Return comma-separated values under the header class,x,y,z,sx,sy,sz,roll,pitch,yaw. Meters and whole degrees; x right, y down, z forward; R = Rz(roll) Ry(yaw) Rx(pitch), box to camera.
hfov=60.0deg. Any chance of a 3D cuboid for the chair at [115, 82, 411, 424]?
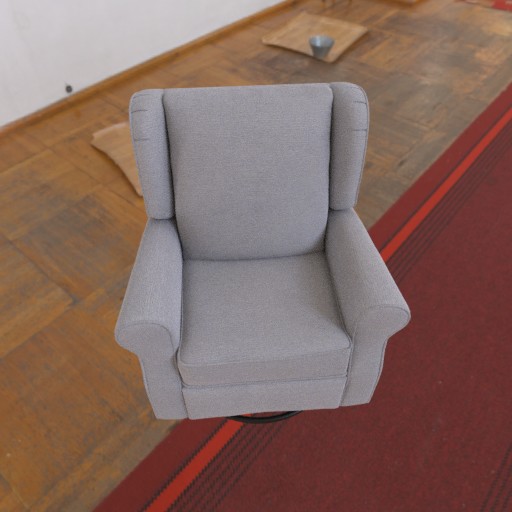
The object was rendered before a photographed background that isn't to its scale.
class,x,y,z,sx,sy,sz,roll,pitch,yaw
chair,0.000,0.000,1.629,0.906,0.966,0.854,-3,47,-3
